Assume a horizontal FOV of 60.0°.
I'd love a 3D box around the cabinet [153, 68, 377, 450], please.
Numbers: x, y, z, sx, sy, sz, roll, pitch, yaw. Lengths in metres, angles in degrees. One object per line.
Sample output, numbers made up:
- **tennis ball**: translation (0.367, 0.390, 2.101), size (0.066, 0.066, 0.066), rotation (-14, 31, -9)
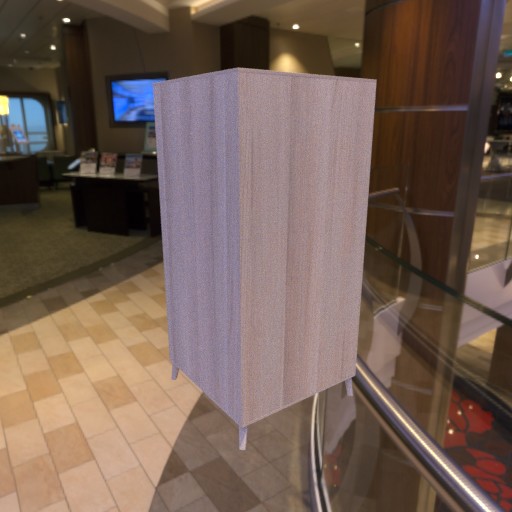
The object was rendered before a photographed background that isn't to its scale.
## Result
- **cabinet**: translation (0.000, 0.000, 2.627), size (1.272, 1.957, 0.969), rotation (3, 17, 9)
